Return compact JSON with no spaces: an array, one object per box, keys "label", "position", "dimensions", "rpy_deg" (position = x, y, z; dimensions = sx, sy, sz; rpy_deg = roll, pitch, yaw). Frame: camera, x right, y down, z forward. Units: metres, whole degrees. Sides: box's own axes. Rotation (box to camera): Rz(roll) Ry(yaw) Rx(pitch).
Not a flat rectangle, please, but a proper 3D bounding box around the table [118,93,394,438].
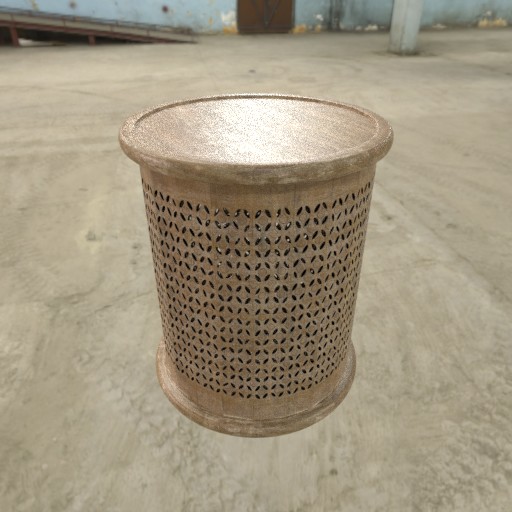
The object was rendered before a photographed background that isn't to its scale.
[{"label":"table","position":[0.000,0.000,0.797],"dimensions":[0.407,0.482,0.407],"rpy_deg":[0,31,0]}]
